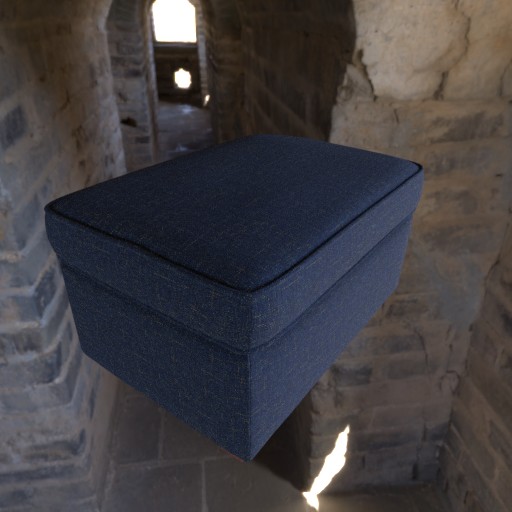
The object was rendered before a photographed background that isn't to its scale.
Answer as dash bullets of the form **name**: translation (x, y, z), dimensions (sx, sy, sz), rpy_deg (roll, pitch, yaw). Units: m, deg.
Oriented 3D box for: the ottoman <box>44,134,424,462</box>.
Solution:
- **ottoman**: translation (0.000, 0.000, 1.068), dimensions (0.549, 0.450, 0.749), rpy_deg (20, 35, 31)
